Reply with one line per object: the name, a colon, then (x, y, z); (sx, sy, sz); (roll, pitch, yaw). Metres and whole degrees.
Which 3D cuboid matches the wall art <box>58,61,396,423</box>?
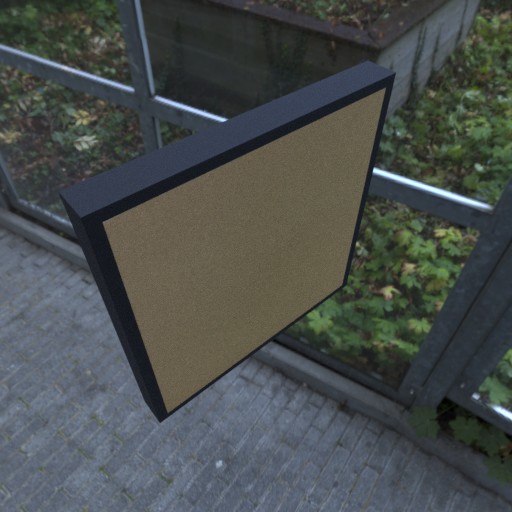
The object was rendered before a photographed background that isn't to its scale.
wall art: (0.000, 0.000, 0.454); (0.305, 0.304, 0.033); (-32, 54, -26)
